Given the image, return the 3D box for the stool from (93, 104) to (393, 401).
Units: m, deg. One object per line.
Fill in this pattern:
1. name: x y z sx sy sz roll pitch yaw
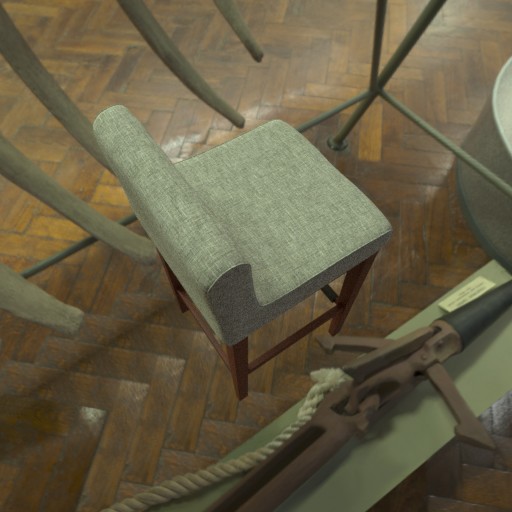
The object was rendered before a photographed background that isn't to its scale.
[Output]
1. stool: 0.000 0.000 1.115 0.459 0.835 0.417 -30 63 -17
